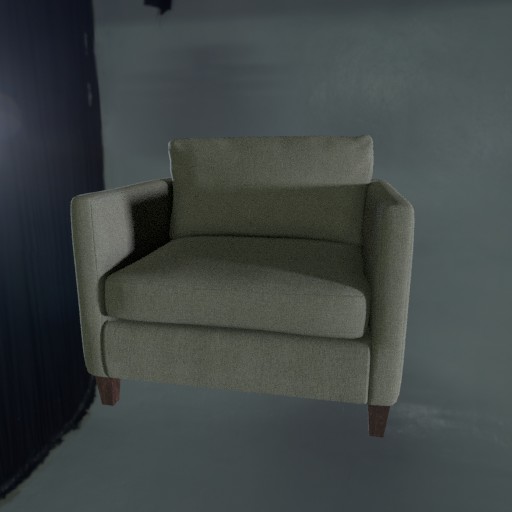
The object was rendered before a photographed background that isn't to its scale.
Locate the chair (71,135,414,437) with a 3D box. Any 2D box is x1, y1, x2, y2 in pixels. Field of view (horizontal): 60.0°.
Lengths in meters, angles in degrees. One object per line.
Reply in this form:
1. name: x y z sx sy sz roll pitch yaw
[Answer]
1. chair: 0.000 0.000 1.819 1.107 0.963 0.959 3 14 11
